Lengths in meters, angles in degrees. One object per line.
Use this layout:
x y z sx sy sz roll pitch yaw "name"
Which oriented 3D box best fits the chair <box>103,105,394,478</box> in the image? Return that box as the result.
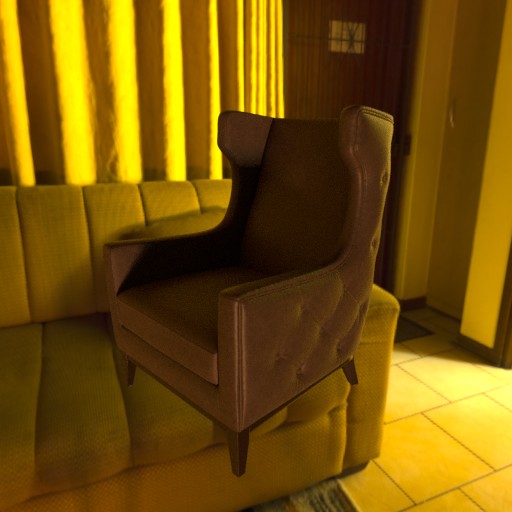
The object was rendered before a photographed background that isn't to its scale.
0.000 0.000 1.689 0.899 1.079 0.769 -15 22 -42 "chair"
